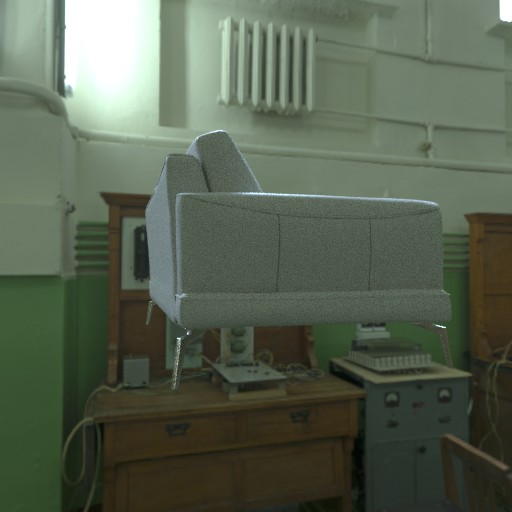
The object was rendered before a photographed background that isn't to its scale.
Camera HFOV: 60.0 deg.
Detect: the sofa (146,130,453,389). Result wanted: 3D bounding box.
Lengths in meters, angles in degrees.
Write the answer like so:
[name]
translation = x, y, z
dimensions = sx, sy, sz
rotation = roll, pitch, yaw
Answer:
[sofa]
translation = 0.000, 0.000, 2.446
dimensions = 1.121, 0.930, 1.819
rotation = 0, -2, -17
